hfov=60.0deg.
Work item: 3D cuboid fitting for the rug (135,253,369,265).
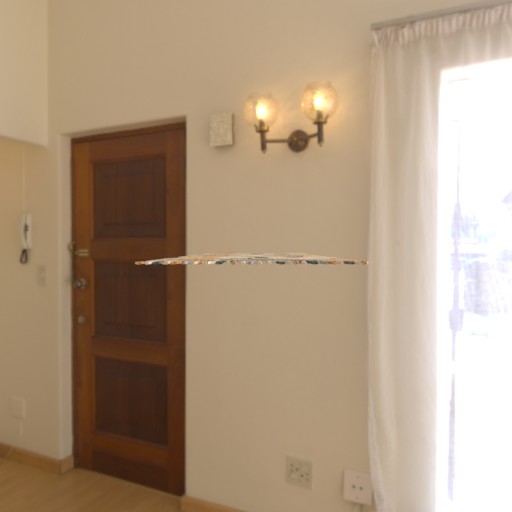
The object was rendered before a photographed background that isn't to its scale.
[{"bbox_3d":[0.000,0.000,2.648,0.783,0.010,2.437,0,1,0],"label":"rug"}]
